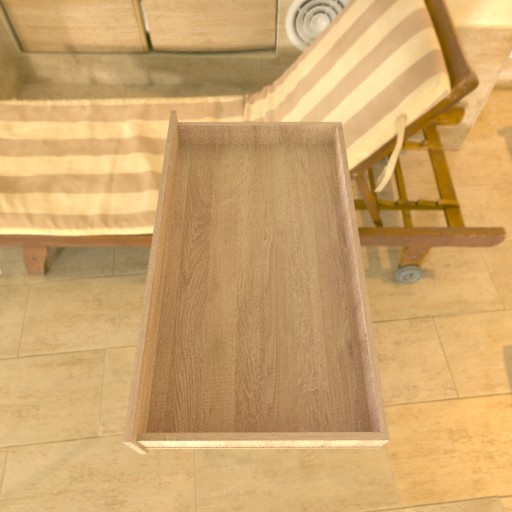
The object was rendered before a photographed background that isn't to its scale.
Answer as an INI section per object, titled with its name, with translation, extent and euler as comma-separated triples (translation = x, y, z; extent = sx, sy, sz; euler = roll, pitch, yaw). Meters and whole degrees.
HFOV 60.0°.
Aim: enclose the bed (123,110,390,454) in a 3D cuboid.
[bed]
translation = 0.000, 0.000, 1.491
extent = 0.685, 0.209, 1.200
euler = 0, 58, 0
